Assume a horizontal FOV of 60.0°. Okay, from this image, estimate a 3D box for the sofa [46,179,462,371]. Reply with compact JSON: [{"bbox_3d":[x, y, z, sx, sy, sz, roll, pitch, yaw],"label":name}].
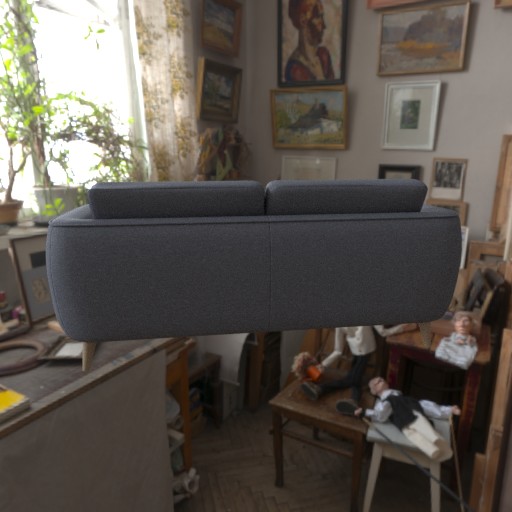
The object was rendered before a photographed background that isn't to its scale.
[{"bbox_3d":[0.000,0.000,2.495,2.000,0.870,0.920,-2,14,-8],"label":"sofa"}]
